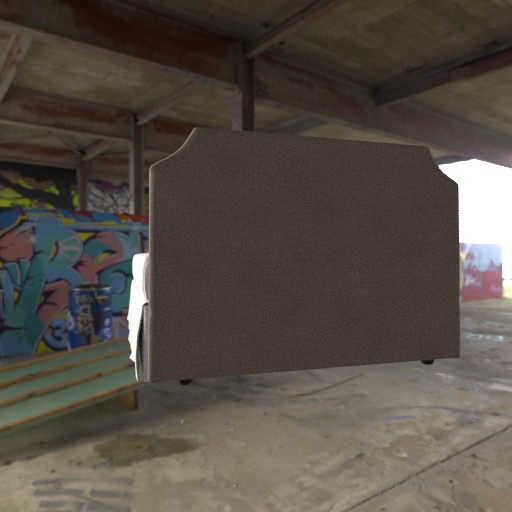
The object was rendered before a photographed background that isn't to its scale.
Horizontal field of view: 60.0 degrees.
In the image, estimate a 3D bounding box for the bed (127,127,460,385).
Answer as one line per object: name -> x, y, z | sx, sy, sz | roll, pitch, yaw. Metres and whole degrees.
bed -> 0.000, 0.000, 3.571 | 1.977, 1.293, 2.498 | 0, 0, -17
